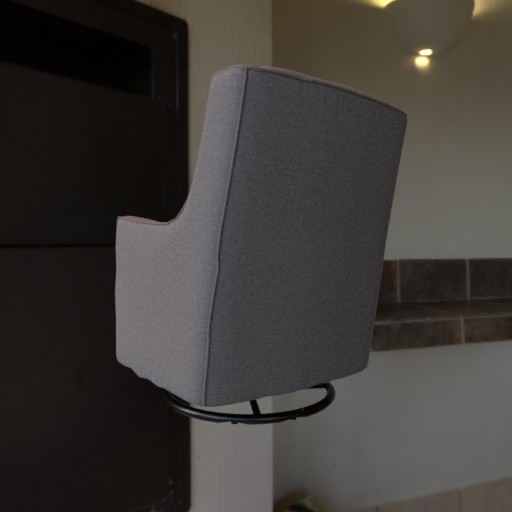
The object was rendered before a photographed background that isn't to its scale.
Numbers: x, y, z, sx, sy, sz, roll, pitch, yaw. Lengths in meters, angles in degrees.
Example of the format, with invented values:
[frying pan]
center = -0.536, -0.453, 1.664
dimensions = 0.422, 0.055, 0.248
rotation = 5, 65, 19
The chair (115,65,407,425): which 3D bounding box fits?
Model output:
[chair]
center = 0.000, 0.000, 1.570
dimensions = 0.732, 0.993, 0.879
rotation = 0, 1, -37
